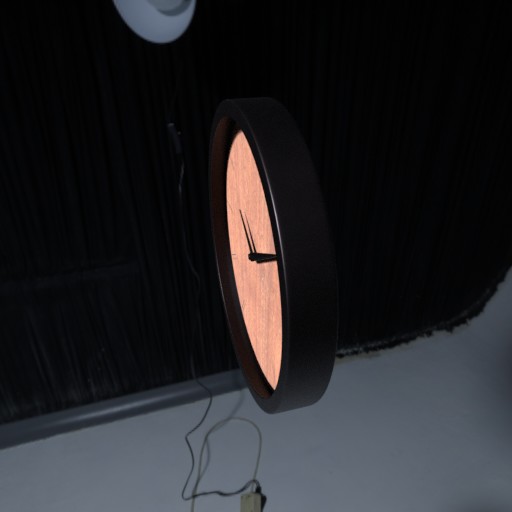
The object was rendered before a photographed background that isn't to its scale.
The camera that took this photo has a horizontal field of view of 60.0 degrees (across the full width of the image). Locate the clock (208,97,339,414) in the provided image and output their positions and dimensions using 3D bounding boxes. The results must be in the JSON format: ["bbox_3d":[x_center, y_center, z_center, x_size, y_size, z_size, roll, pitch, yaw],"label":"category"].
[{"bbox_3d":[0.000,0.000,0.466,0.040,0.314,0.314,-8,31,-14],"label":"clock"}]
